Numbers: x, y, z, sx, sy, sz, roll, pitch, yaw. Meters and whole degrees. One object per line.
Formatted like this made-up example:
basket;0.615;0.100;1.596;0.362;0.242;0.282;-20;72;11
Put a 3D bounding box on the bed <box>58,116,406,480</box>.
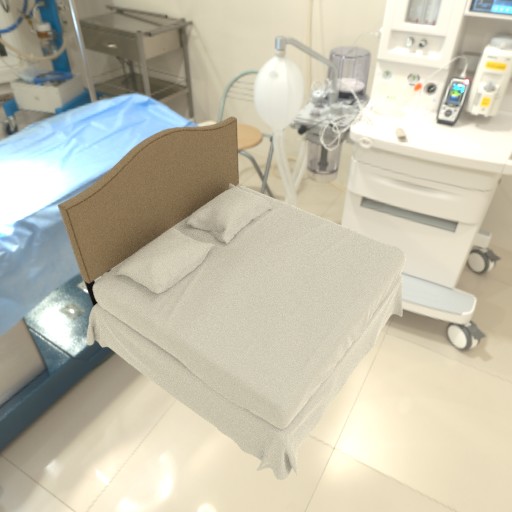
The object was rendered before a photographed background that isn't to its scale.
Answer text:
bed;0.000;0.000;3.737;2.222;1.651;2.311;26;47;27
